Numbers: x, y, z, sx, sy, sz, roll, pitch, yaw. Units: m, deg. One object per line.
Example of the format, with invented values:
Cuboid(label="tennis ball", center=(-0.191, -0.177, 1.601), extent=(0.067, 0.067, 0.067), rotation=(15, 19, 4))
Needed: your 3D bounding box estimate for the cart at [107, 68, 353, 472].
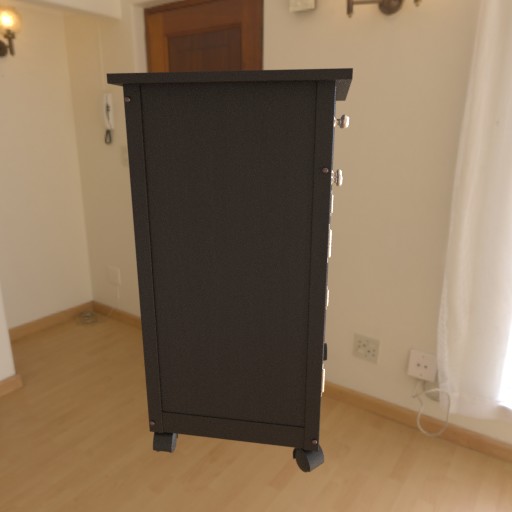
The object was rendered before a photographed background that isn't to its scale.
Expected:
Cuboid(label="cart", center=(0.000, 0.000, 1.230), extent=(0.456, 0.879, 0.660), rotation=(3, 16, 9))
